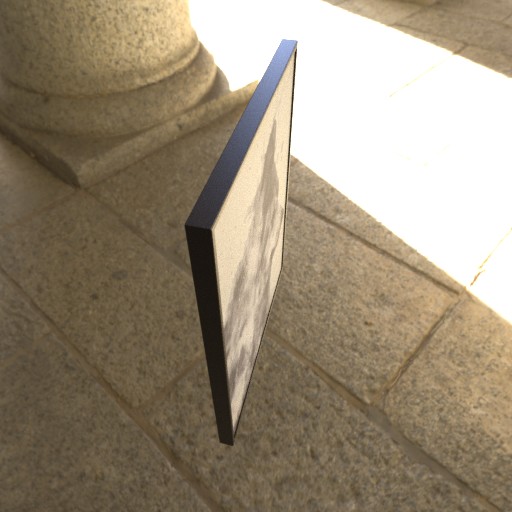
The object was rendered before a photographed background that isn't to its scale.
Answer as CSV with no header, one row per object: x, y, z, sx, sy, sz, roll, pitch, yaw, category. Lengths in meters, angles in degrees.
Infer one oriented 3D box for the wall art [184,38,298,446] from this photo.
0.000,0.000,0.764,0.028,0.551,0.451,10,48,9,wall art
